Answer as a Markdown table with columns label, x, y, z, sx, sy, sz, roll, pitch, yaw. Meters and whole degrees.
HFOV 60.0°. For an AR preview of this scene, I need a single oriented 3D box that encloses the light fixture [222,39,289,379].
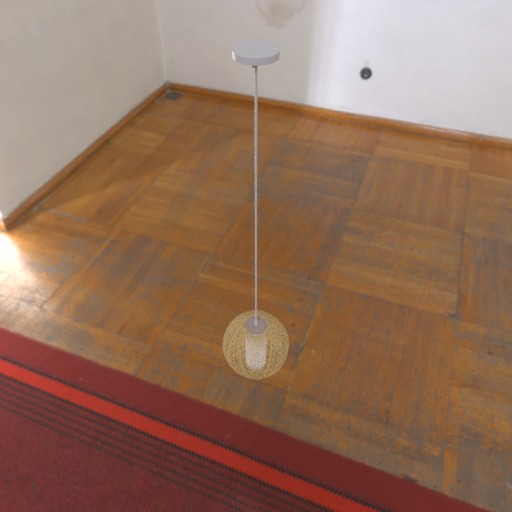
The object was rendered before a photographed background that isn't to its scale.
| label | x | y | z | sx | sy | sz | roll | pitch | yaw |
| --- | --- | --- | --- | --- | --- | --- | --- | --- | --- |
| light fixture | 0.000 | 0.000 | 2.156 | 0.406 | 1.955 | 0.407 | -18 | 48 | -16 |
